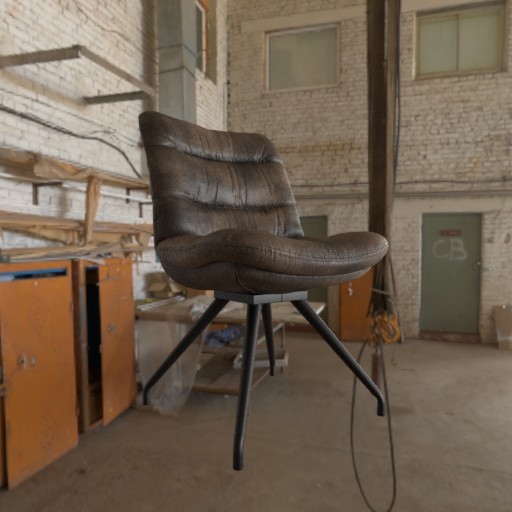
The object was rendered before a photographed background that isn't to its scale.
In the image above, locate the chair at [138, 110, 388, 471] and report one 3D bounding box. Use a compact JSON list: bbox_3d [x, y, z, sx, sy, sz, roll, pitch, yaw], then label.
[{"bbox_3d":[0.000,0.000,1.261,0.549,0.870,0.622,-1,2,-37],"label":"chair"}]
